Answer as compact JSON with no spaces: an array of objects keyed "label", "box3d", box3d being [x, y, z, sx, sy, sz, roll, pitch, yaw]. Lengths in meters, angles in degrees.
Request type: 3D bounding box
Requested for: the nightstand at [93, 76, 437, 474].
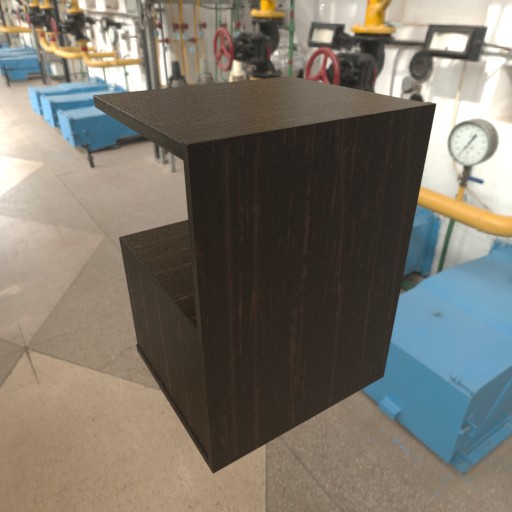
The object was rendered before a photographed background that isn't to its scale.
[{"label":"nightstand","box3d":[0.000,0.000,0.821,0.400,0.559,0.356,-18,34,-28]}]
